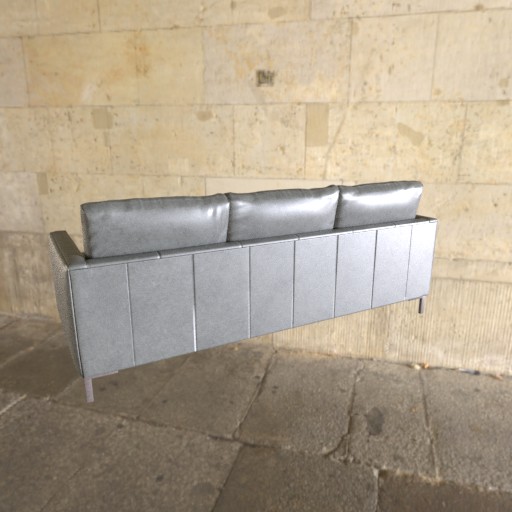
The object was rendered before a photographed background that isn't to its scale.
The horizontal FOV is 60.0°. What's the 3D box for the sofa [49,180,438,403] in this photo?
[{"bbox_3d":[0.000,0.000,2.441,2.029,0.805,0.748,-8,17,-28],"label":"sofa"}]
